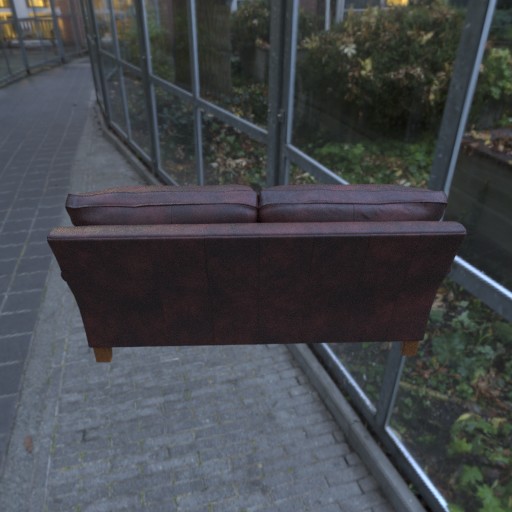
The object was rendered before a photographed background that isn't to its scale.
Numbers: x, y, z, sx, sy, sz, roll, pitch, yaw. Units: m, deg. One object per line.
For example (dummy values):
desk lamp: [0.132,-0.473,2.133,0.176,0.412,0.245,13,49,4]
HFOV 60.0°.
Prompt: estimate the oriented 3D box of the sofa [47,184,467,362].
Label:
sofa: [0.000,0.000,2.831,2.144,1.071,1.147,-1,30,-2]
